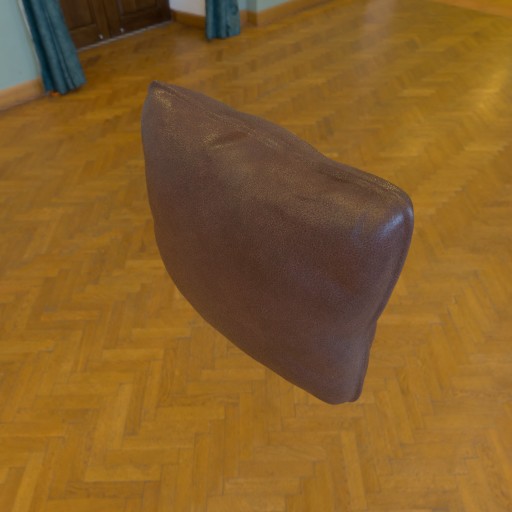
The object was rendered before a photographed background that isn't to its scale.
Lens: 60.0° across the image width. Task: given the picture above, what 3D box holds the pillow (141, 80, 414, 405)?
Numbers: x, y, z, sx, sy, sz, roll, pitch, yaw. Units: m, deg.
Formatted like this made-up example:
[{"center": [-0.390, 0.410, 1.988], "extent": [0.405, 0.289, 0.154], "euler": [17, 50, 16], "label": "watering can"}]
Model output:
[{"center": [0.000, 0.000, 0.825], "extent": [0.532, 0.523, 0.236], "euler": [33, 54, 28], "label": "pillow"}]
